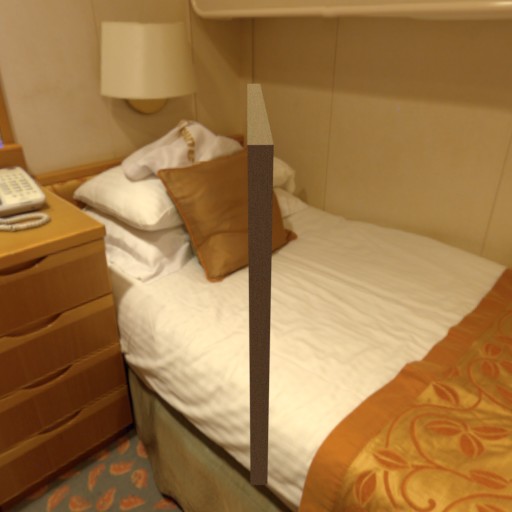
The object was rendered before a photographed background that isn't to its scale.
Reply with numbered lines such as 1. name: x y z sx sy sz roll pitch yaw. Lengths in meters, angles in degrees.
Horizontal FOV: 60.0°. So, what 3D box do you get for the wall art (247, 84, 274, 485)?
1. wall art: 0.000 0.000 1.154 0.038 0.758 0.761 0 27 -1
